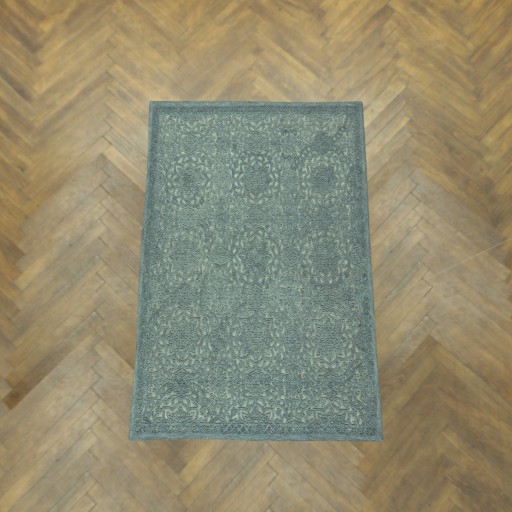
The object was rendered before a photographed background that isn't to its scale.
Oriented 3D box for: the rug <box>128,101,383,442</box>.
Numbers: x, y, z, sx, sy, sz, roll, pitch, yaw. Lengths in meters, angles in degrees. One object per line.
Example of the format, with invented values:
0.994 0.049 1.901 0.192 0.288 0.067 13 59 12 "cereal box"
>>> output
0.000 0.000 2.335 1.224 0.016 1.830 0 77 0 "rug"
